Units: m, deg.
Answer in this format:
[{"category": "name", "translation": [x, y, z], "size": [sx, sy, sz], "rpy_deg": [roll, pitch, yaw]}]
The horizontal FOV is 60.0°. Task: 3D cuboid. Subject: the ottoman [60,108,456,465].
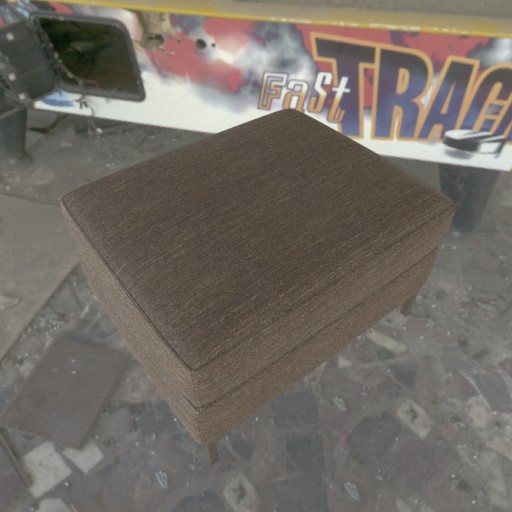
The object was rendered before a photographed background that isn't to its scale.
[{"category": "ottoman", "translation": [0.000, 0.000, 1.252], "size": [0.820, 0.490, 0.671], "rpy_deg": [-29, 52, -25]}]
